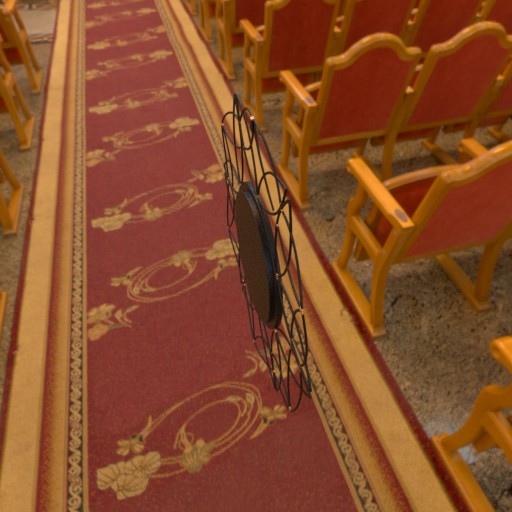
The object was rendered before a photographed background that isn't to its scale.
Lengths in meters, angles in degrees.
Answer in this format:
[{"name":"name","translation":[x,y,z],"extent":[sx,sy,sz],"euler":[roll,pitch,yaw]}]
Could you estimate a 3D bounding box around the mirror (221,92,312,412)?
[{"name":"mirror","translation":[0.000,0.000,1.134],"extent":[0.028,0.775,0.797],"euler":[-11,47,-10]}]
